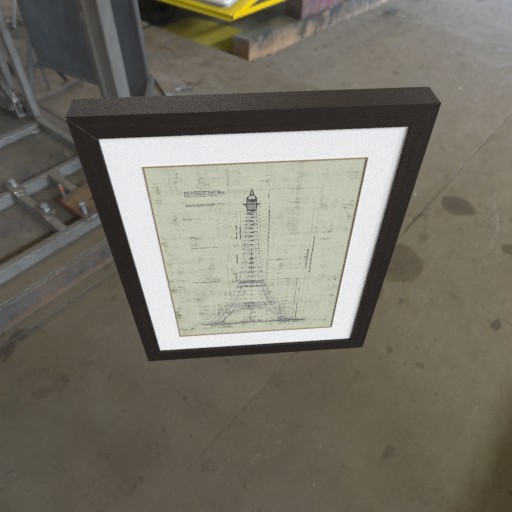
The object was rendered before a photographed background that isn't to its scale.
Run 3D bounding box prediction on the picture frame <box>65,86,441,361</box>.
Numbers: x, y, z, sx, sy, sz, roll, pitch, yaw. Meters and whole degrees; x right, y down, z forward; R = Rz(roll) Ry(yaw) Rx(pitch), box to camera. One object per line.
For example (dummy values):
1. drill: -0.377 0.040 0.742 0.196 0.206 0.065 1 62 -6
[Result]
1. picture frame: 0.000 0.000 0.748 0.452 0.555 0.044 -3 47 -3
